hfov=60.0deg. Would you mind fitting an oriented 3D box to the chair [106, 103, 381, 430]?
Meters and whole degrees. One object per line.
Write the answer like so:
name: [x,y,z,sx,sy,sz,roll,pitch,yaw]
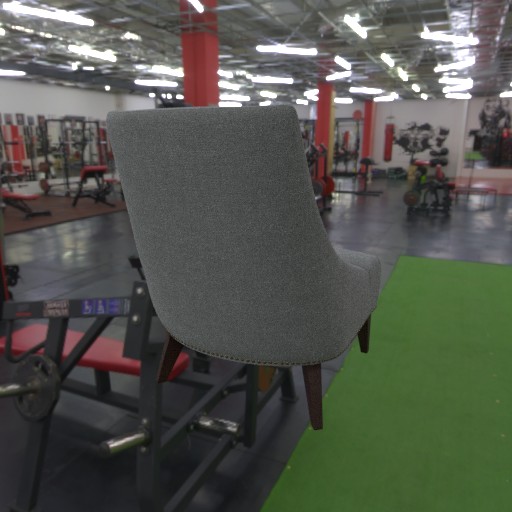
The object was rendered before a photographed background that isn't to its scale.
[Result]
chair: [0.000,0.000,1.493,0.701,0.909,0.861,7,16,26]
